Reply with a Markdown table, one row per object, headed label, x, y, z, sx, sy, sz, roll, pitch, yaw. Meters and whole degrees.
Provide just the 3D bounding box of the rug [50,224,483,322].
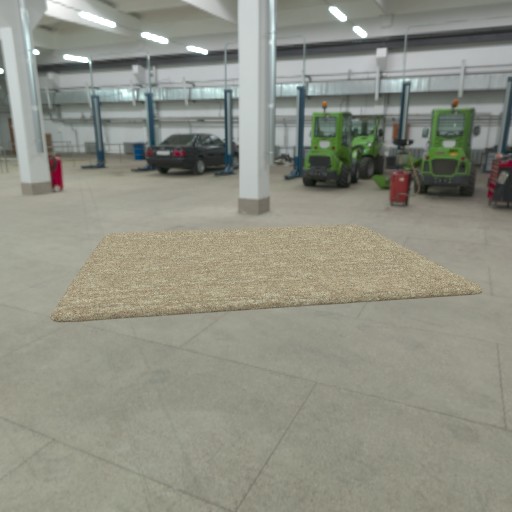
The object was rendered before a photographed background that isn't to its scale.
| label | x | y | z | sx | sy | sz | roll | pitch | yaw |
| --- | --- | --- | --- | --- | --- | --- | --- | --- | --- |
| rug | 0.000 | 0.000 | 3.843 | 2.873 | 0.050 | 2.242 | -3 | 16 | -9 |
